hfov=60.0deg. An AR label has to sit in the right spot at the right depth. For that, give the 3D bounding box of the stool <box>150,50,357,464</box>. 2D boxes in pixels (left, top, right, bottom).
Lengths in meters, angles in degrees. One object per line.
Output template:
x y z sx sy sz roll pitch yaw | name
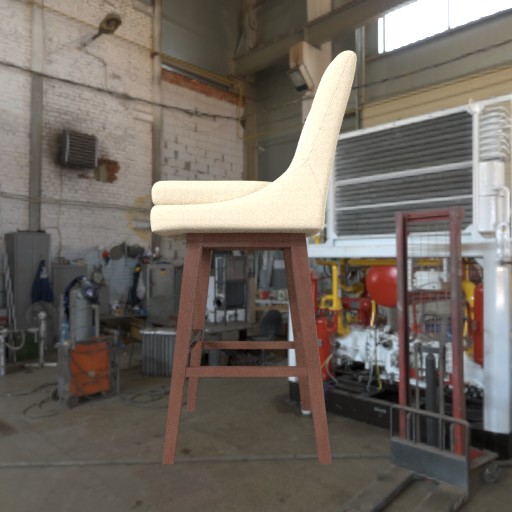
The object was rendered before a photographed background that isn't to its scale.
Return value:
0.000 0.000 1.377 0.559 1.093 0.483 0 -1 0 | stool
